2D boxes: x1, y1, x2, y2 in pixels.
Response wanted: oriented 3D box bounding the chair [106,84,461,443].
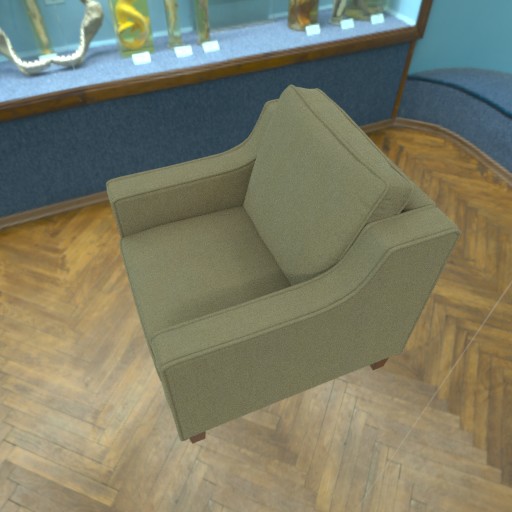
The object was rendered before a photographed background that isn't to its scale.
[{"bbox_3d":[0.000,0.000,1.619,0.909,0.960,0.831,-17,50,-15],"label":"chair"}]
